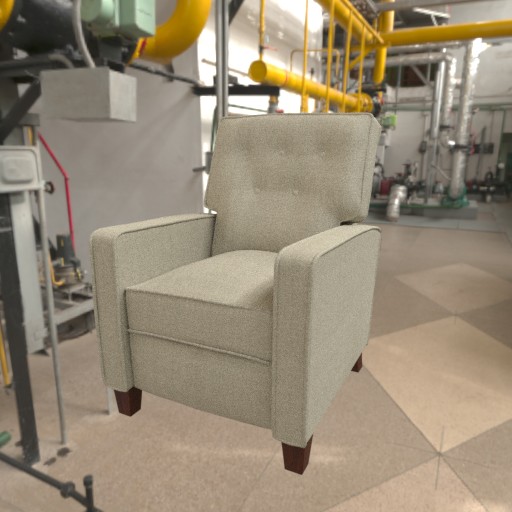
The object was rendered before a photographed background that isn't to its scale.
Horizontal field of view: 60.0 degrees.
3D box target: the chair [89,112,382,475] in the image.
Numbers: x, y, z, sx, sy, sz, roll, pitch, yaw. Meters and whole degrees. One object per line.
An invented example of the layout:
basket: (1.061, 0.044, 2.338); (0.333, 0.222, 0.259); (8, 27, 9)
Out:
chair: (0.000, 0.000, 1.391); (0.648, 0.888, 0.754); (7, 16, 26)
